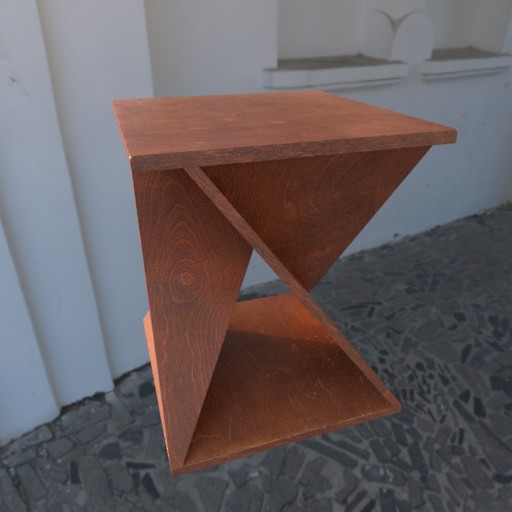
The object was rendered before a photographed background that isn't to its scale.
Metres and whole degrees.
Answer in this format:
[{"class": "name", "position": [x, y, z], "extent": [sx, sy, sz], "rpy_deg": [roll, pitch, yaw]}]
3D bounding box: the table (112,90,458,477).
[{"class": "table", "position": [0.000, 0.000, 0.831], "extent": [0.427, 0.520, 0.427], "rpy_deg": [-9, 29, -16]}]
